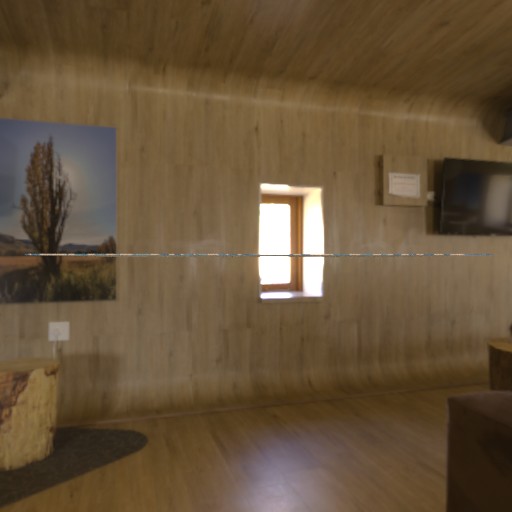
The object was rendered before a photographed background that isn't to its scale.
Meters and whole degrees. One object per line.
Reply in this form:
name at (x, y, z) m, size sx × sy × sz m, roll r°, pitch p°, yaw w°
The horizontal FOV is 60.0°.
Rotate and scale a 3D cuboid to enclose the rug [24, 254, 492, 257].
rug at (0.000, 0.000, 4.041) m, size 3.007 × 0.007 × 2.435 m, roll 0°, pitch 0°, yaw -2°
